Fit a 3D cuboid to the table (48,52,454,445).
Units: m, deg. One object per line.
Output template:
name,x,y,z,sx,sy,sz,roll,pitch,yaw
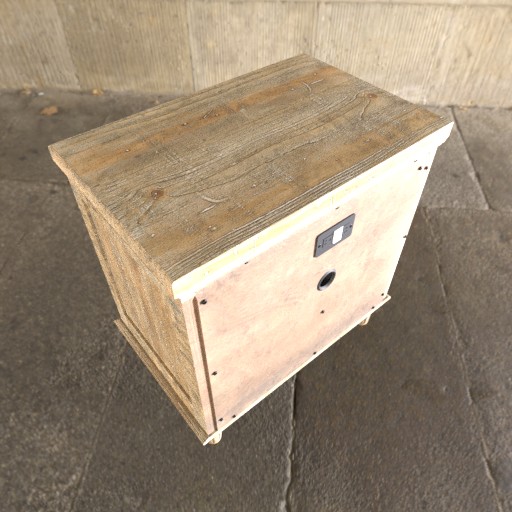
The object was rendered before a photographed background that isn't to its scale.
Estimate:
table,0.000,0.000,1.137,0.686,0.711,0.457,-31,54,-26
